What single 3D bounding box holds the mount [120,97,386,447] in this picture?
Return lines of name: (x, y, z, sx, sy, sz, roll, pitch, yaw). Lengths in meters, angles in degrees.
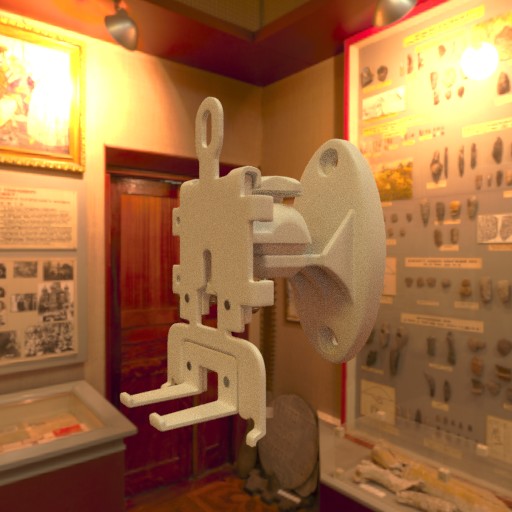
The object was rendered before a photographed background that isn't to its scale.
mount: (0.000, 0.000, 0.179, 0.100, 0.118, 0.066, -1, 1, -37)
